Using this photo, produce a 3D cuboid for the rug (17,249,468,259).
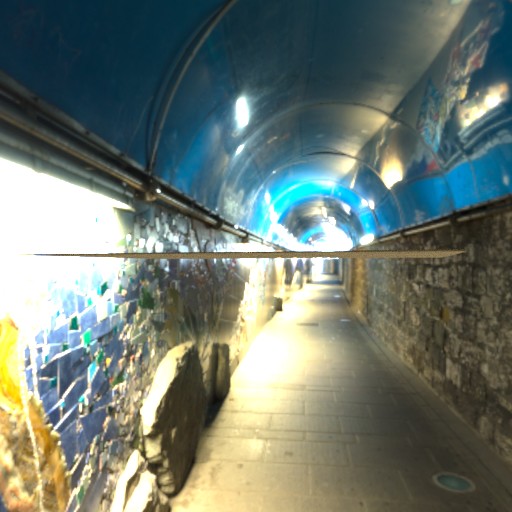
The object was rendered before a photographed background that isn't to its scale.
[{"bbox_3d":[0.000,0.000,2.804,2.284,0.008,1.522,0,-1,19],"label":"rug"}]
